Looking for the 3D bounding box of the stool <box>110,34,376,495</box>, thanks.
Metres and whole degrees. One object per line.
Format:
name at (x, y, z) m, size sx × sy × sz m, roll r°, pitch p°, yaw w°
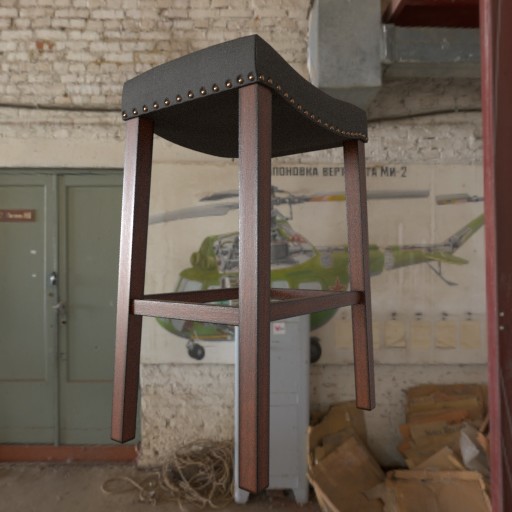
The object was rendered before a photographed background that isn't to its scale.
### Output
stool at (0.000, 0.000, 0.997) m, size 0.366 × 0.748 × 0.502 m, roll 0°, pitch -1°, yaw 36°
